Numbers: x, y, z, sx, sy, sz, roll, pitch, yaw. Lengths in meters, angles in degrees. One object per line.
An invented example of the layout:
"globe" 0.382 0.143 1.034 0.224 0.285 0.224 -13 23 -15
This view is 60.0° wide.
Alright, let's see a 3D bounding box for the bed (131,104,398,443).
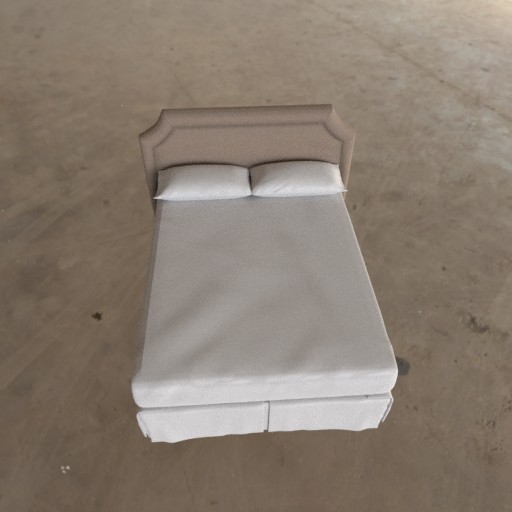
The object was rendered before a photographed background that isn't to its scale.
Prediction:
"bed" 0.000 0.000 3.289 1.828 1.303 2.164 -3 46 -3
